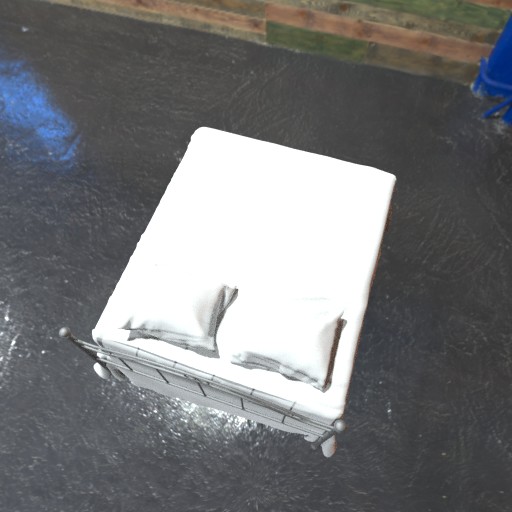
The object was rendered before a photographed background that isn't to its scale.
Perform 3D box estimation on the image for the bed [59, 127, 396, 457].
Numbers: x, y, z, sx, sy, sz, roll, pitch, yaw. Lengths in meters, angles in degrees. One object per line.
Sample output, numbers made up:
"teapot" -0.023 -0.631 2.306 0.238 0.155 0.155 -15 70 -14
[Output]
"bed" 0.000 0.000 3.291 1.936 1.080 2.215 16 63 8
